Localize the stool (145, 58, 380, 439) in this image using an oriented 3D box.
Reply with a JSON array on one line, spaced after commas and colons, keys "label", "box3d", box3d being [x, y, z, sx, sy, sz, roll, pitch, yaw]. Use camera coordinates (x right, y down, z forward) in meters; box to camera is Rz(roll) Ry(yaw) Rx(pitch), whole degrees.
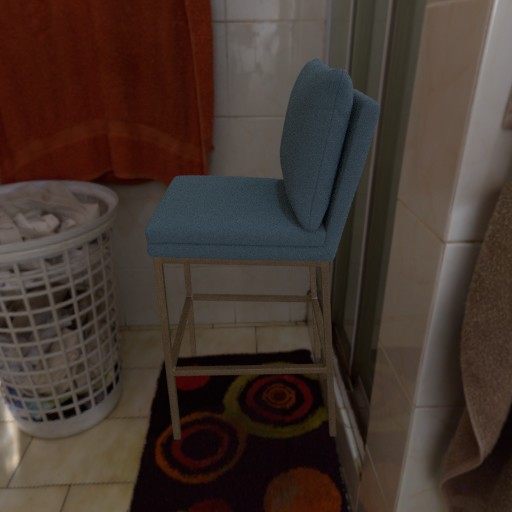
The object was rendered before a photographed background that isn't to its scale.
[{"label": "stool", "box3d": [0.000, 0.000, 1.401, 0.568, 1.124, 0.463, 0, 27, 0]}]
